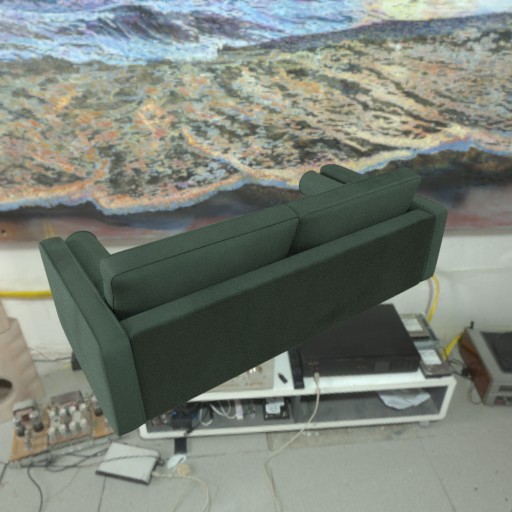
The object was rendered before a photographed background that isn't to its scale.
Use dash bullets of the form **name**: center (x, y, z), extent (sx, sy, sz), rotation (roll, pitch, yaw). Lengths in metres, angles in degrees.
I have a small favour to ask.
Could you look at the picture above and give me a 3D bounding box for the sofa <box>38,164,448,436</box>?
- **sofa**: center (0.000, 0.000, 2.276), extent (1.880, 0.772, 0.916), rotation (-20, 36, -29)
